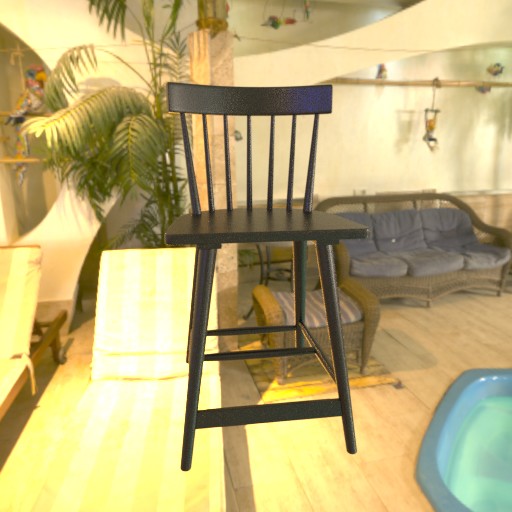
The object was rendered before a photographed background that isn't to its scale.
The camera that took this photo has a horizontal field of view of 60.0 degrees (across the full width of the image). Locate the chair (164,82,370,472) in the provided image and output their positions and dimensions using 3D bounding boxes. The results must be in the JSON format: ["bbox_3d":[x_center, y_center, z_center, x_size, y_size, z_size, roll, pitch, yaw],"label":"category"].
[{"bbox_3d":[0.000,0.000,1.282,0.483,0.952,0.572,-2,16,-8],"label":"chair"}]
